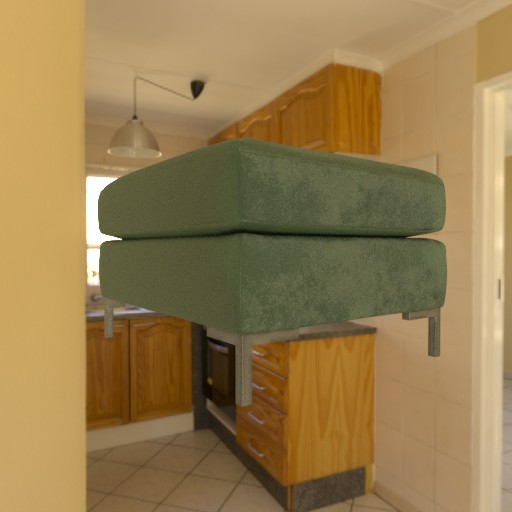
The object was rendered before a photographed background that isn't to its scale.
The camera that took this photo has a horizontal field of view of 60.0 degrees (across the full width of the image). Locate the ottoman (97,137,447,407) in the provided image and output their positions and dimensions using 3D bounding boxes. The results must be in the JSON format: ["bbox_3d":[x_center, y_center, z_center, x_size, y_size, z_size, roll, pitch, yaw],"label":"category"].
[{"bbox_3d":[0.000,0.000,1.326,0.701,0.538,0.839,-1,1,-36],"label":"ottoman"}]
